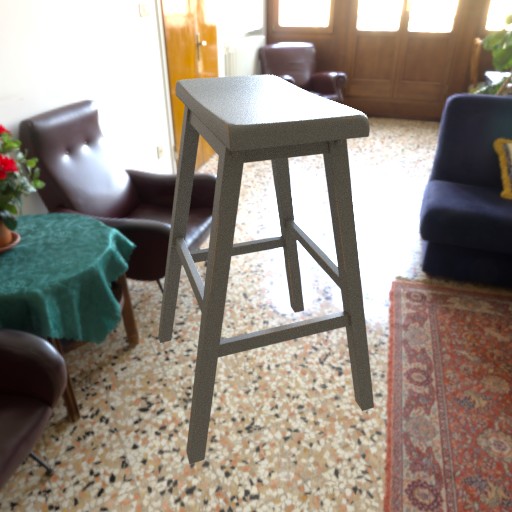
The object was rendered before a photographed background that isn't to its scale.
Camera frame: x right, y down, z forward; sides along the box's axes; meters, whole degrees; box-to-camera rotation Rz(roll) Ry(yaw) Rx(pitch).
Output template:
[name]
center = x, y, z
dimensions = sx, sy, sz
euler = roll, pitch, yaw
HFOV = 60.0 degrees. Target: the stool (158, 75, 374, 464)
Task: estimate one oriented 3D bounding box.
[stool]
center = 0.000, 0.000, 1.056
dimensions = 0.476, 0.737, 0.457
euler = -10, 32, -17
